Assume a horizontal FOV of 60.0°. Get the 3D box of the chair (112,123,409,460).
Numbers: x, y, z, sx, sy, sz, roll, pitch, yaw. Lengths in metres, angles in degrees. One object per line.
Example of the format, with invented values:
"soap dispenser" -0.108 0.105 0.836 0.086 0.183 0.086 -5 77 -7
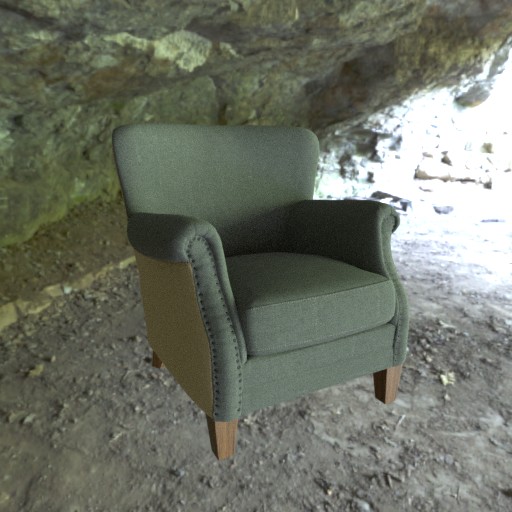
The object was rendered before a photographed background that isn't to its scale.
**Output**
"chair" 0.000 0.000 1.608 0.861 0.936 0.921 -8 16 -28
